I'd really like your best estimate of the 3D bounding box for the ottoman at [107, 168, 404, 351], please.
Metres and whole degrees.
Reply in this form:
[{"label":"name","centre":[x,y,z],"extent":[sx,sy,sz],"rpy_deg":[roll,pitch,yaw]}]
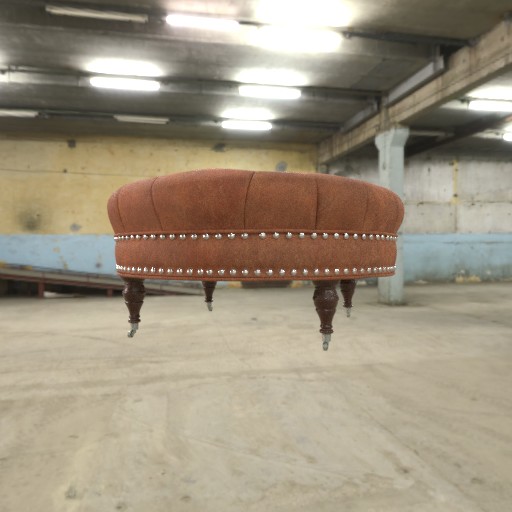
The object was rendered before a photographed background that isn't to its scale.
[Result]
[{"label":"ottoman","centre":[0.000,0.000,1.404],"extent":[0.901,0.444,0.901],"rpy_deg":[0,1,0]}]
